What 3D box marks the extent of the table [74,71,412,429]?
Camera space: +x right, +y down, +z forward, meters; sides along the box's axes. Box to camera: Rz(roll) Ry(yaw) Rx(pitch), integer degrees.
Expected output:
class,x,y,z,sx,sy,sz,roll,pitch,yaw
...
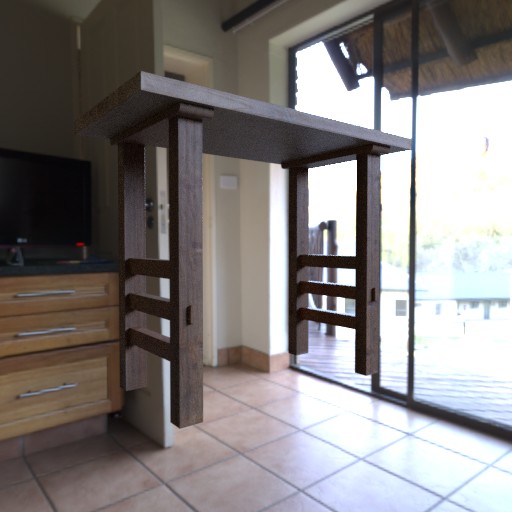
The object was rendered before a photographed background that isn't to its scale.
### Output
class,x,y,z,sx,sy,sz,roll,pitch,yaw
table,0.000,0.000,1.628,1.119,0.914,0.556,-1,2,-38
